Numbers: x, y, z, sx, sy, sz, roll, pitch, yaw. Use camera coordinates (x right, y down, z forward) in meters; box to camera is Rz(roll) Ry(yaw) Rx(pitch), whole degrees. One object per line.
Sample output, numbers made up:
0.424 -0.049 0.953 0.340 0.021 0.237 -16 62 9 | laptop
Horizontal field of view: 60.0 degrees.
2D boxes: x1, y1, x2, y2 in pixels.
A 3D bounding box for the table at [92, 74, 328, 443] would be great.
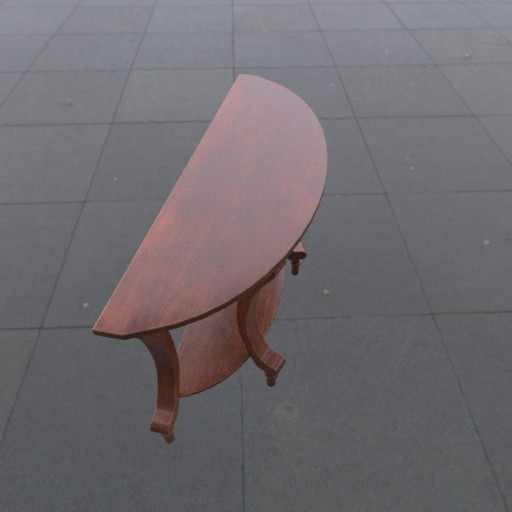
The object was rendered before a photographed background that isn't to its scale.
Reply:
0.000 0.000 1.497 0.394 0.699 1.198 9 46 9 | table
